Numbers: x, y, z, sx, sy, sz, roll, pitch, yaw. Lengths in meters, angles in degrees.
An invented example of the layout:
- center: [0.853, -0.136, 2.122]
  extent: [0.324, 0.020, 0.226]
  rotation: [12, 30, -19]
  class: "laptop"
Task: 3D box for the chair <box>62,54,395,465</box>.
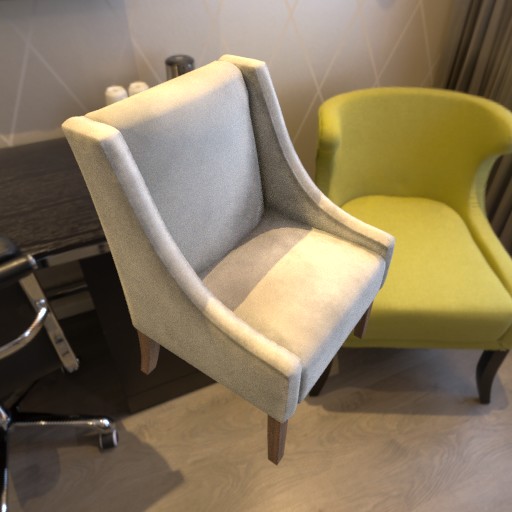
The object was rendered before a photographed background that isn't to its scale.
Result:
- center: [0.000, 0.000, 1.296]
  extent: [0.629, 0.895, 0.629]
  rotation: [25, 47, 26]
  class: "chair"
